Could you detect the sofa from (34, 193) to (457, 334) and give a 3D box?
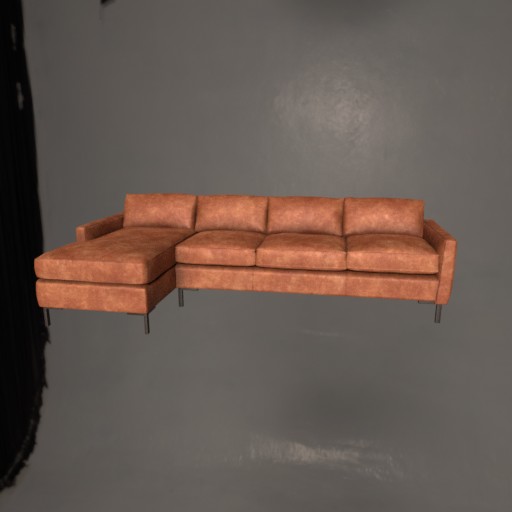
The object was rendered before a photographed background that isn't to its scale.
[{"bbox_3d":[0.000,0.000,3.587,2.993,0.859,1.471,2,14,10],"label":"sofa"}]
